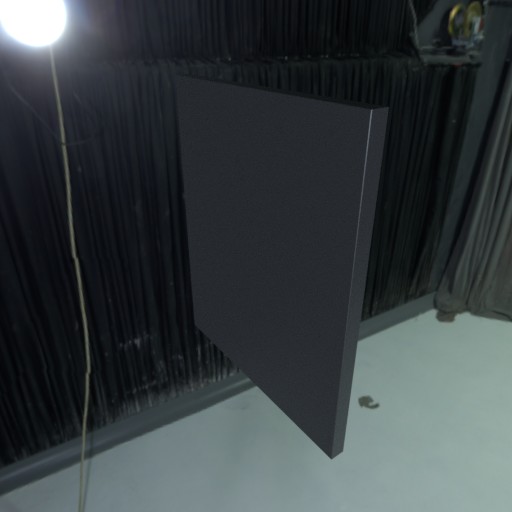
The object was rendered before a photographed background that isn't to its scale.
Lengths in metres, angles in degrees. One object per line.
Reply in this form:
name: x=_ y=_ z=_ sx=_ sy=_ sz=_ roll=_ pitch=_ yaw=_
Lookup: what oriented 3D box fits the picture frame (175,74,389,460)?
picture frame: x=0.000 y=0.000 z=0.775 sx=0.028 sy=0.556 sz=0.460 roll=-19 pitch=33 yaw=-31
